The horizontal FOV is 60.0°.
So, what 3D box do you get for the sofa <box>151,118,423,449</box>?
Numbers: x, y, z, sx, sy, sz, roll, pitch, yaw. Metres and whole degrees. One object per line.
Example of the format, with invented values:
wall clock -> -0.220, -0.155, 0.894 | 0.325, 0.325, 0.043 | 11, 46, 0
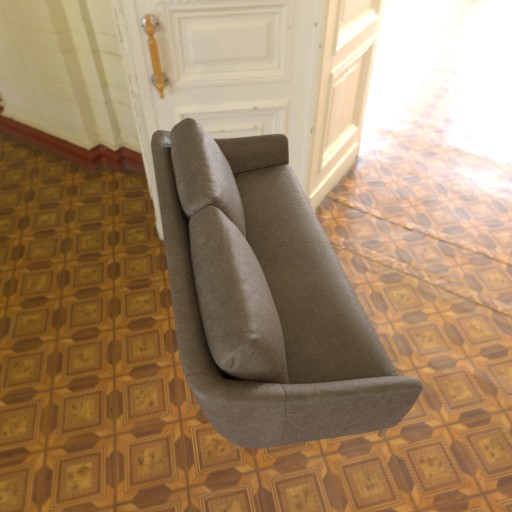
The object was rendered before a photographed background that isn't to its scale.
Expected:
sofa -> 0.000, 0.000, 2.505 | 0.960, 0.902, 2.036 | -10, 47, -9
